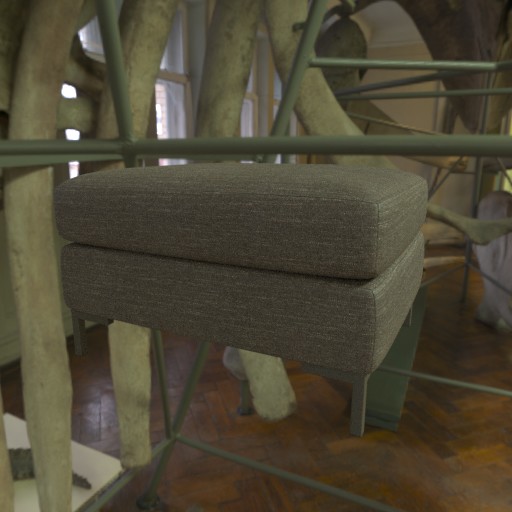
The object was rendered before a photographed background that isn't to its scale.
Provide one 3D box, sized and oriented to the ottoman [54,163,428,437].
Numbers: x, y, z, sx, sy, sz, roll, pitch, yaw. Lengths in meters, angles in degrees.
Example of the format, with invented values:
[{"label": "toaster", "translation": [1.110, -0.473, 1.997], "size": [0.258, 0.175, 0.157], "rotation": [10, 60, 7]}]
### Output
[{"label": "ottoman", "translation": [0.000, 0.000, 1.217], "size": [0.820, 0.490, 0.671], "rotation": [7, 15, 26]}]
